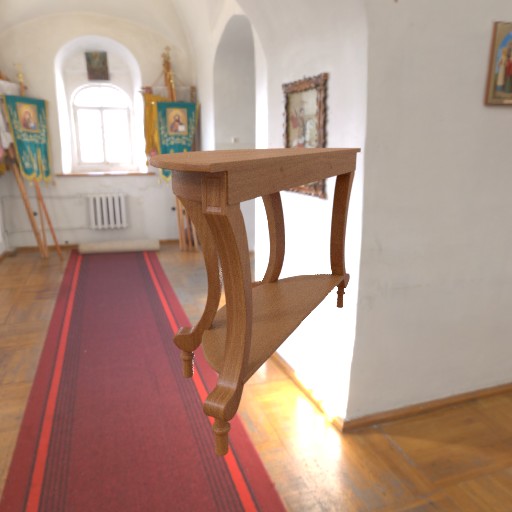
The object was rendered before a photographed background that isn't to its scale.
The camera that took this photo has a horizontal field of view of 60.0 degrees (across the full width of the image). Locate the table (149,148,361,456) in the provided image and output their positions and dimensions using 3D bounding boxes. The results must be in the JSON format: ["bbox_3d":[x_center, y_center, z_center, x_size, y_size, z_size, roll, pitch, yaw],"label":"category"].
[{"bbox_3d":[0.000,0.000,1.512,0.394,0.692,1.198,7,17,25],"label":"table"}]
